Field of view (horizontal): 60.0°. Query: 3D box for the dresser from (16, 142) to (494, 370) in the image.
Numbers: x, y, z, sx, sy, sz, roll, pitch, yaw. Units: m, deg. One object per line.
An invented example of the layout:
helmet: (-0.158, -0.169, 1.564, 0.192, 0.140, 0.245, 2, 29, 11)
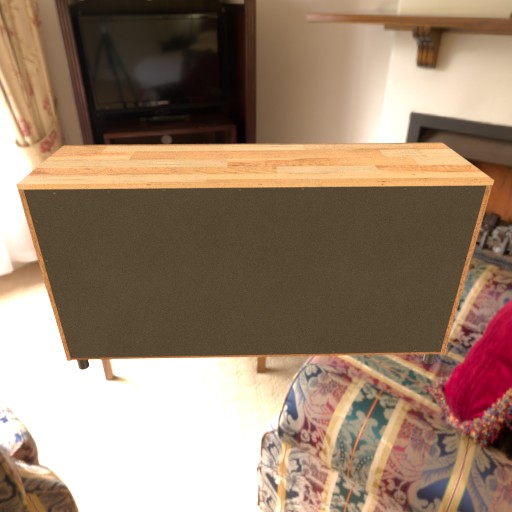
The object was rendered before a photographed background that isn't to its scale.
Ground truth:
dresser: (0.000, 0.000, 1.852, 1.547, 0.834, 0.487, -1, 30, -1)
